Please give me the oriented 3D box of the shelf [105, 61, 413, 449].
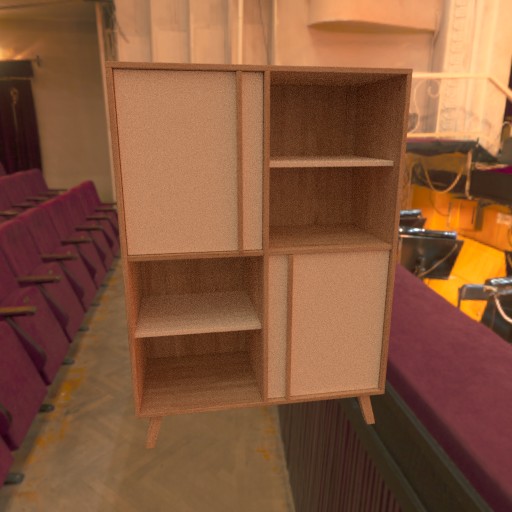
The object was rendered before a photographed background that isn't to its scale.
[{"bbox_3d":[0.000,0.000,1.814,1.000,1.390,0.450,-3,16,-9],"label":"shelf"}]
